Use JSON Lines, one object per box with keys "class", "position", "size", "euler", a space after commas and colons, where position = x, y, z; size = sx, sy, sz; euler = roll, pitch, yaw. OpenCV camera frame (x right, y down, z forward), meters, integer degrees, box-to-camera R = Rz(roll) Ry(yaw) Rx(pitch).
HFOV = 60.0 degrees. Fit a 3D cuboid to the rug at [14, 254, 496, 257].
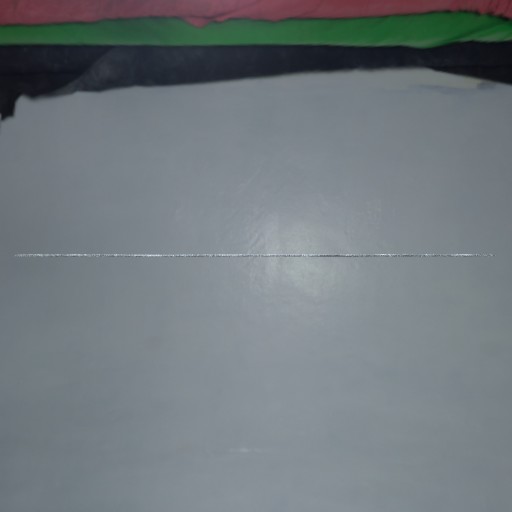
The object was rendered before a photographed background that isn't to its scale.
{"class": "rug", "position": [0.000, 0.000, 2.981], "size": [2.434, 0.015, 1.520], "euler": [0, 0, 1]}
